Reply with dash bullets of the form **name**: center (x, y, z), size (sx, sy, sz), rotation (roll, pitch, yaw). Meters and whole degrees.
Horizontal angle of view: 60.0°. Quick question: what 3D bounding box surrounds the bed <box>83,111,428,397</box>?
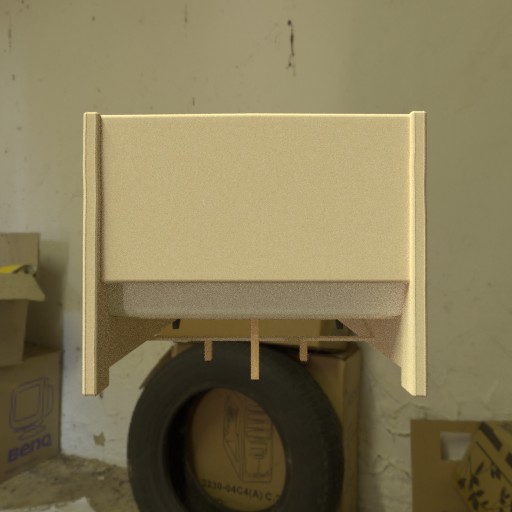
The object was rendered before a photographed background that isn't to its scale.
- **bed**: center (0.000, 0.000, 3.418), size (1.778, 1.471, 2.293), rotation (0, -1, 1)
